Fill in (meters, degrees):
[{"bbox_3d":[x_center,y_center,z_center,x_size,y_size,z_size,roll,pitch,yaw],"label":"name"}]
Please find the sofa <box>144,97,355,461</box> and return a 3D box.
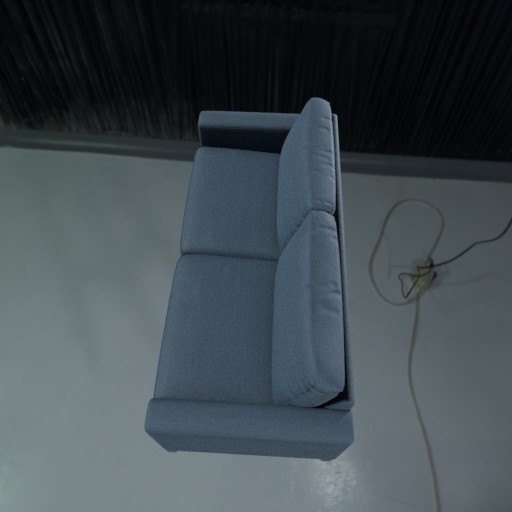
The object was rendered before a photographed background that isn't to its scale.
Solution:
[{"bbox_3d":[0.000,0.000,2.392,0.877,0.865,1.900,3,58,2],"label":"sofa"}]
